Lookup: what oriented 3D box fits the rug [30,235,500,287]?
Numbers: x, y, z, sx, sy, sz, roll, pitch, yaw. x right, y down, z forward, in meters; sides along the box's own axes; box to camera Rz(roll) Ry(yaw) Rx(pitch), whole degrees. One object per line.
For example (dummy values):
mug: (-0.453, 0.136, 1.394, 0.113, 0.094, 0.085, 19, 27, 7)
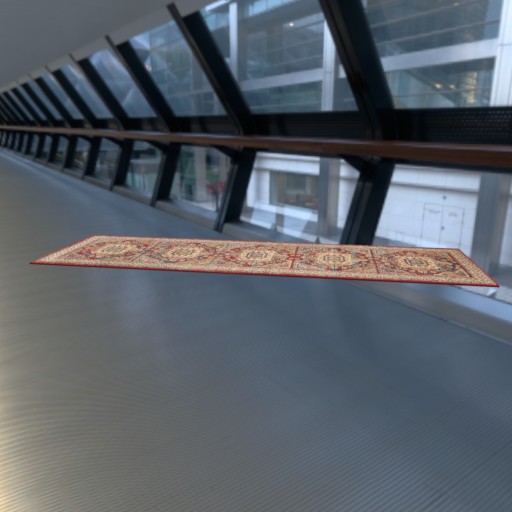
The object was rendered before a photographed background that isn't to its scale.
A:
rug: (0.000, 0.000, 2.449, 2.292, 0.015, 0.659, 2, 15, 9)
